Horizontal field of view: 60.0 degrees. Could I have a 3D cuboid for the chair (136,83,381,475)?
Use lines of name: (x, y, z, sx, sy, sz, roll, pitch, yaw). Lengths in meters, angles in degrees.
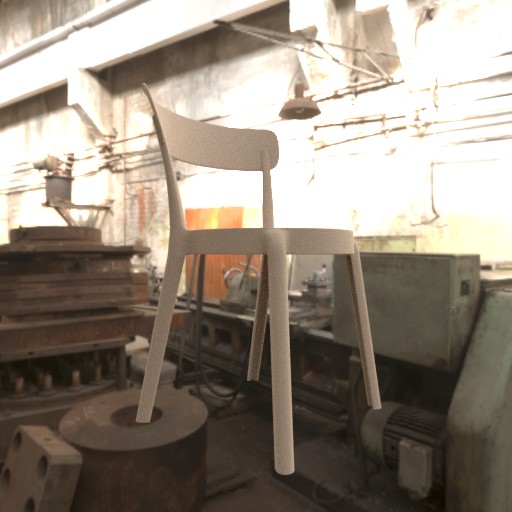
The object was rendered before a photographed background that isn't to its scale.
chair: (0.000, 0.000, 1.118, 0.491, 0.790, 0.506, 0, 1, 37)
